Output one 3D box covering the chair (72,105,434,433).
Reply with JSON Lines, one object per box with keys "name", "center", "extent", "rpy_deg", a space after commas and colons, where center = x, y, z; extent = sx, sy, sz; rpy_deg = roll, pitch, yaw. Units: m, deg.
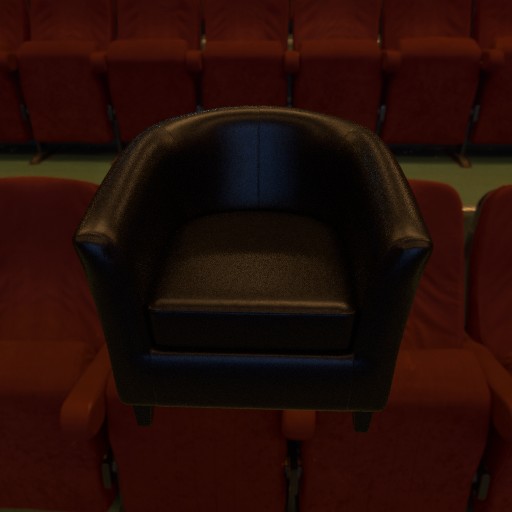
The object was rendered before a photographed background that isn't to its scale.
{"name": "chair", "center": [0.000, 0.000, 1.357], "extent": [0.793, 0.756, 0.727], "rpy_deg": [1, 30, 2]}
